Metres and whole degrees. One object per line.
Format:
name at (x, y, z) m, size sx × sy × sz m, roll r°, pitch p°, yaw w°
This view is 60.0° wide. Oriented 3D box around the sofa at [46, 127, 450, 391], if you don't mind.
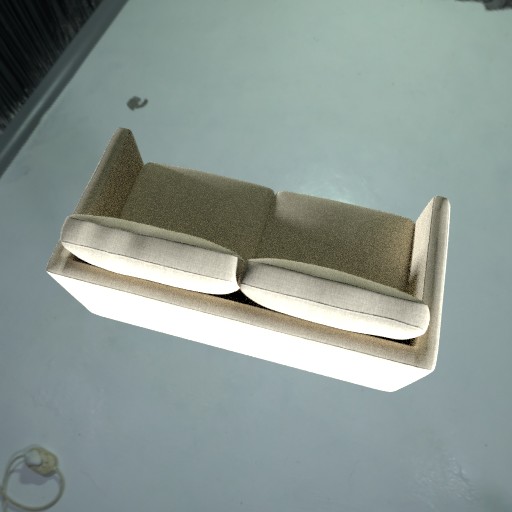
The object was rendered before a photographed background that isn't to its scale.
sofa at (0.000, 0.000, 2.457) m, size 1.884 × 0.963 × 0.950 m, roll 14°, pitch 66°, yaw 6°
